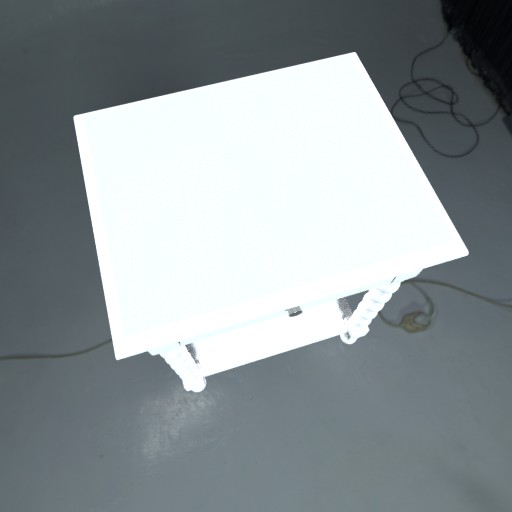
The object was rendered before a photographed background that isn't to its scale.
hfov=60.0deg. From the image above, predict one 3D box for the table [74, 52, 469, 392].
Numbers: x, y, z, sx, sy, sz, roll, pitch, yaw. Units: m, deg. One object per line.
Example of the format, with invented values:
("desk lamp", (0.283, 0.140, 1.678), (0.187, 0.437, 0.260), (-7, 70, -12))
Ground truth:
("table", (0.000, 0.000, 0.848), (0.460, 0.531, 0.381), (-16, 66, -7))
